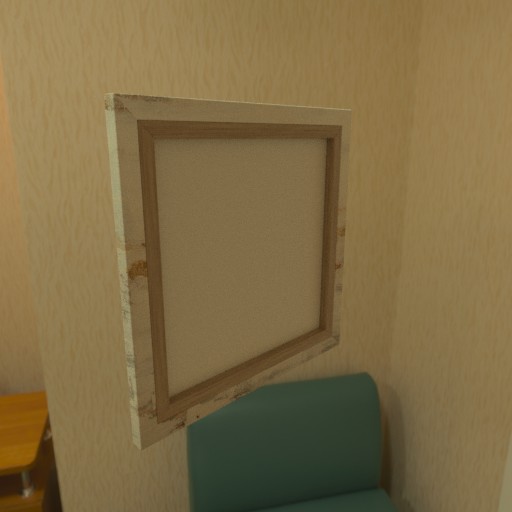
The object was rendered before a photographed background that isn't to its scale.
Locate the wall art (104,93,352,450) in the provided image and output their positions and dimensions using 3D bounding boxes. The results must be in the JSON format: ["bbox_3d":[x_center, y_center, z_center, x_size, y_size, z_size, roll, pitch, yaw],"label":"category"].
[{"bbox_3d":[0.000,0.000,1.160,0.753,0.755,0.038,-14,21,-42],"label":"wall art"}]
